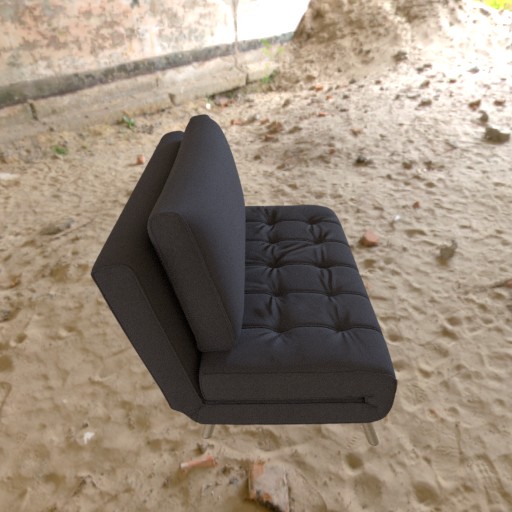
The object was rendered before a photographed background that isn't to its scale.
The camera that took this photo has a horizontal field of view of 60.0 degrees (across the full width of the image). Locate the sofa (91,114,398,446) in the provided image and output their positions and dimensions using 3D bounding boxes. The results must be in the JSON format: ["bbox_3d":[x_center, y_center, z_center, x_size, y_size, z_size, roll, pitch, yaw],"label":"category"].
[{"bbox_3d":[0.000,0.000,1.854,0.910,0.910,1.220,0,32,-1],"label":"sofa"}]
